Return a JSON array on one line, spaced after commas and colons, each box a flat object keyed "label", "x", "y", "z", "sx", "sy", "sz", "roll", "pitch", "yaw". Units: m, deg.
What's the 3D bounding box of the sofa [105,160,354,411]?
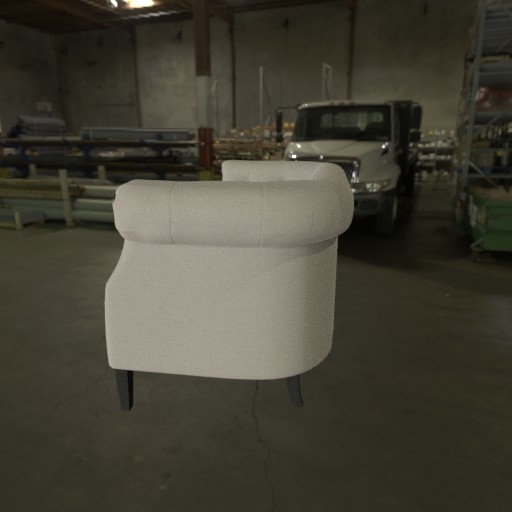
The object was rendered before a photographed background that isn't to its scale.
[{"label": "sofa", "x": 0.000, "y": 0.000, "z": 2.090, "sx": 0.835, "sy": 0.827, "sz": 1.558, "roll": 2, "pitch": 15, "yaw": 9}]
